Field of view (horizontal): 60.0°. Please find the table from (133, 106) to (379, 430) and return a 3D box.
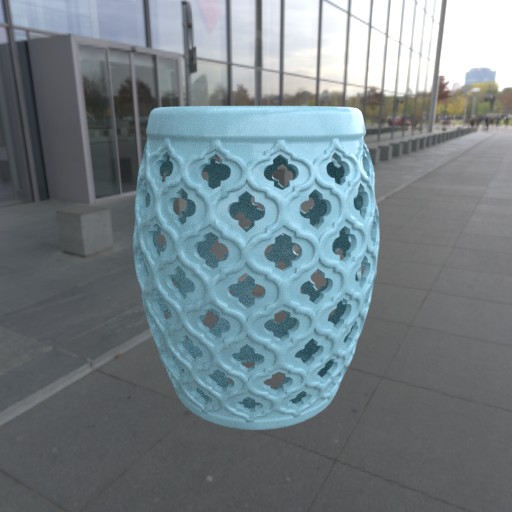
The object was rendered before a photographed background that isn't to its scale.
[{"bbox_3d":[0.000,0.000,0.613,0.325,0.388,0.325,0,17,0],"label":"table"}]
